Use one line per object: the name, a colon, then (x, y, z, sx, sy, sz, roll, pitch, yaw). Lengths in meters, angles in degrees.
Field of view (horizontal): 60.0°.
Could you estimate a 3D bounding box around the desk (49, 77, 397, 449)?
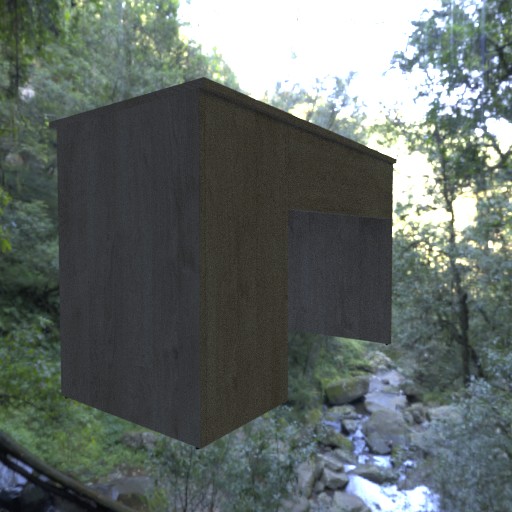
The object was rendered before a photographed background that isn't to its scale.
desk: (0.000, 0.000, 1.469, 0.560, 0.735, 1.097, 2, 3, 36)
